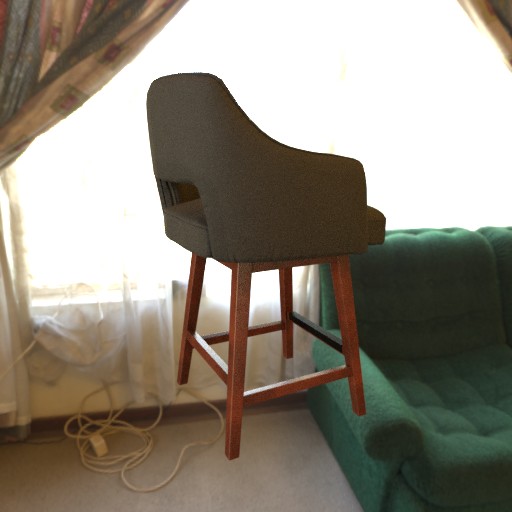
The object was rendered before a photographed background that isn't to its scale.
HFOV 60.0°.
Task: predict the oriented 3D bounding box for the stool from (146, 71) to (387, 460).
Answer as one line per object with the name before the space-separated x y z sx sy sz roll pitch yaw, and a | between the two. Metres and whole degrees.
stool | 0.000 0.000 1.258 0.558 0.912 0.548 -7 15 -26
